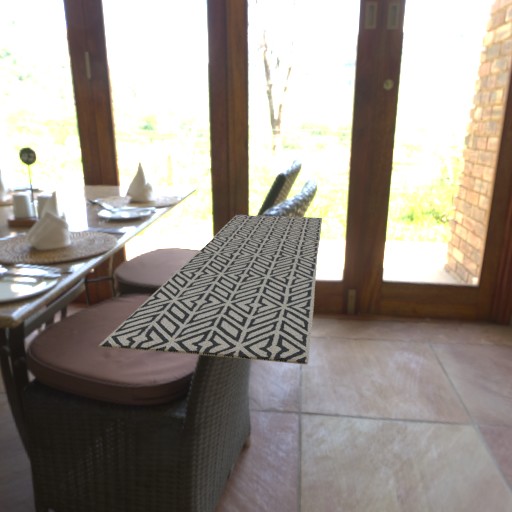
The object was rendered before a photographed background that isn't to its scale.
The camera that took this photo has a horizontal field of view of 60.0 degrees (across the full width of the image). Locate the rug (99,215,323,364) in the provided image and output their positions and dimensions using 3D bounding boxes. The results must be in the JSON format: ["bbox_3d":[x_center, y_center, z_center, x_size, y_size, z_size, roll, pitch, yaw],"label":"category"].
[{"bbox_3d":[0.000,0.000,2.683,0.750,0.009,2.435,3,17,9],"label":"rug"}]
